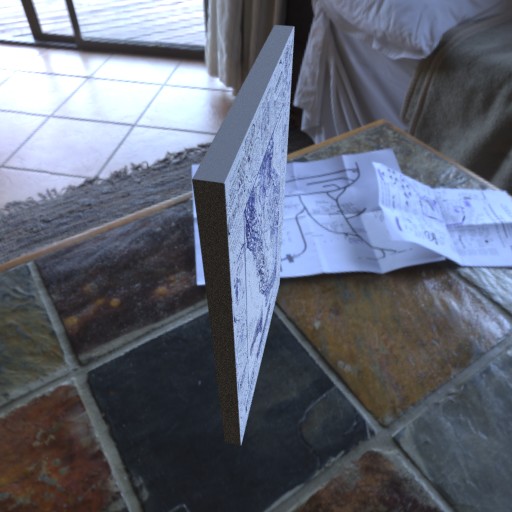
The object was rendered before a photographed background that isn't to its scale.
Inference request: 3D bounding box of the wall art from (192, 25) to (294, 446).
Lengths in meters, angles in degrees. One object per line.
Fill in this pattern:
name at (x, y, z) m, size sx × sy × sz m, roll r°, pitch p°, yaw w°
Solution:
wall art at (0.000, 0.000, 0.945) m, size 0.039 × 0.753 × 0.511 m, roll 9°, pitch 46°, yaw 9°
